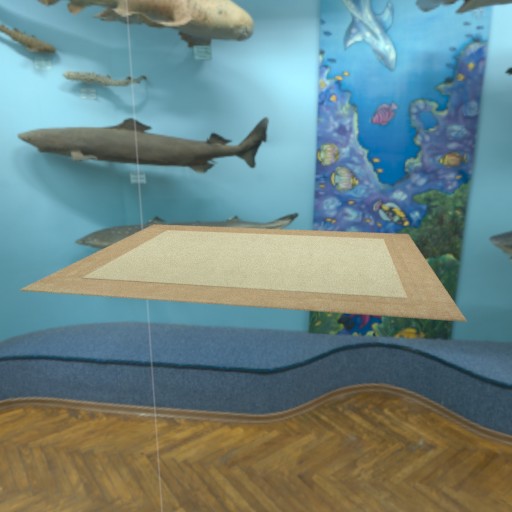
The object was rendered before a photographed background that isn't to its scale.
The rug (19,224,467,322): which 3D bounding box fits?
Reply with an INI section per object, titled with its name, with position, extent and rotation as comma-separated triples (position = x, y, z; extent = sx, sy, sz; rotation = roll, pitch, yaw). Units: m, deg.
[rug]
position = 0.000, 0.000, 4.109
extent = 3.048, 0.014, 2.438
rotation = 3, 16, 10
